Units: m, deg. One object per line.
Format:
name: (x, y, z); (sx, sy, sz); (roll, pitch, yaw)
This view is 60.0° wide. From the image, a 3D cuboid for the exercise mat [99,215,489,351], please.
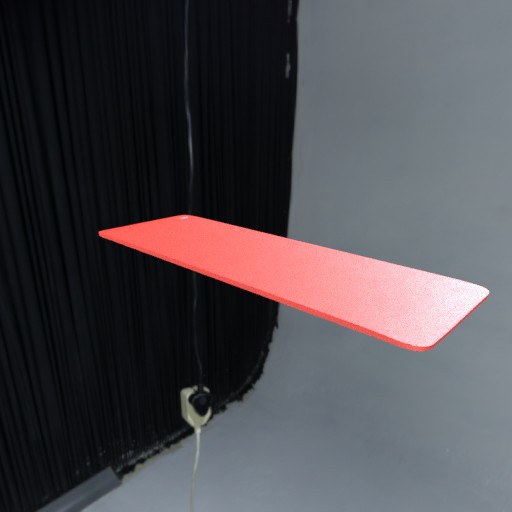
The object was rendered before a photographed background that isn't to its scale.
exercise mat: (0.000, 0.000, 2.047); (1.869, 0.021, 0.616); (16, 24, 41)
